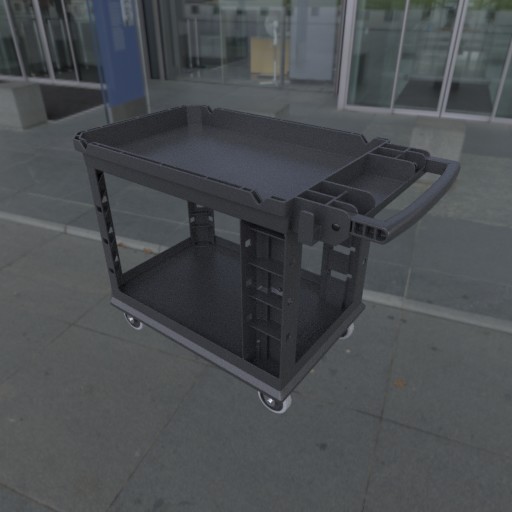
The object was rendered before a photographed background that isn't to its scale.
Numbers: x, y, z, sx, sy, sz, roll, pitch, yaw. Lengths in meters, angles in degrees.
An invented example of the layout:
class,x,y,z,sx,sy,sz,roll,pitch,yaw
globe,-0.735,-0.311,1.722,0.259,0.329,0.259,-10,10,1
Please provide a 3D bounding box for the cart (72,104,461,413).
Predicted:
class,x,y,z,sx,sy,sz,roll,pitch,yaw
cart,0.000,0.000,1.732,1.239,0.884,0.674,21,37,31
